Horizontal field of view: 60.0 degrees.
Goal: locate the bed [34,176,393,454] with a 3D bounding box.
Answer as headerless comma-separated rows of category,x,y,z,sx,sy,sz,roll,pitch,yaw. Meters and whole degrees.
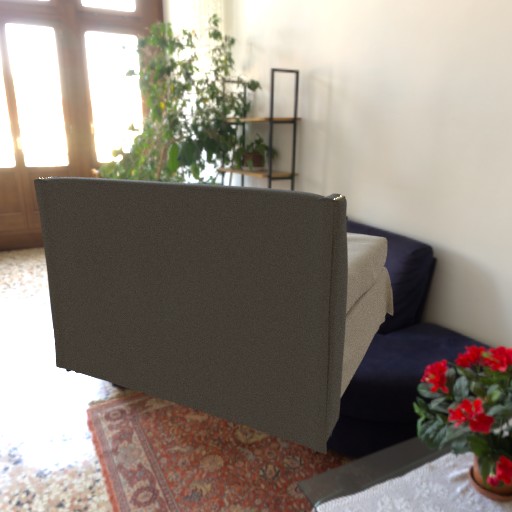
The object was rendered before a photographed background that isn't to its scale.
bed,0.000,0.000,3.409,1.925,1.332,2.276,8,17,26
